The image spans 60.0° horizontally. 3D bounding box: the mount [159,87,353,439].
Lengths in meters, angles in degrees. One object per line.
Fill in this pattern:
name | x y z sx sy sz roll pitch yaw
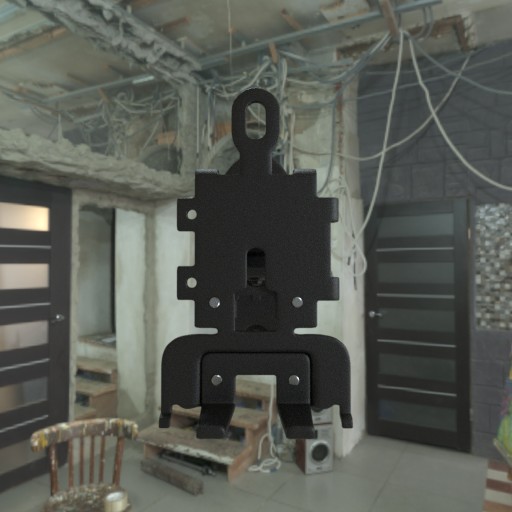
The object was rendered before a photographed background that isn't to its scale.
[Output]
mount | 0.000 0.000 0.178 0.066 0.118 0.100 0 -1 0
